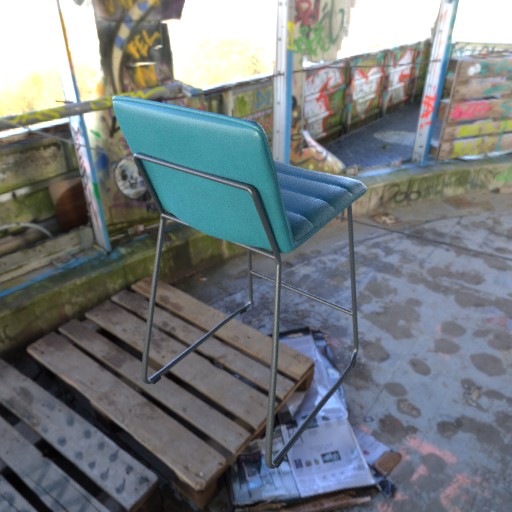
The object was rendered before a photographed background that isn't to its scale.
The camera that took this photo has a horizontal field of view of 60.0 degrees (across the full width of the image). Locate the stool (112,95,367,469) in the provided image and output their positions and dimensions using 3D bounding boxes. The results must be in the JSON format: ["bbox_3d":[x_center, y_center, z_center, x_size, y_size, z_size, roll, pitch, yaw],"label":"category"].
[{"bbox_3d":[0.000,0.000,1.190,0.489,0.866,0.524,21,37,31],"label":"stool"}]
